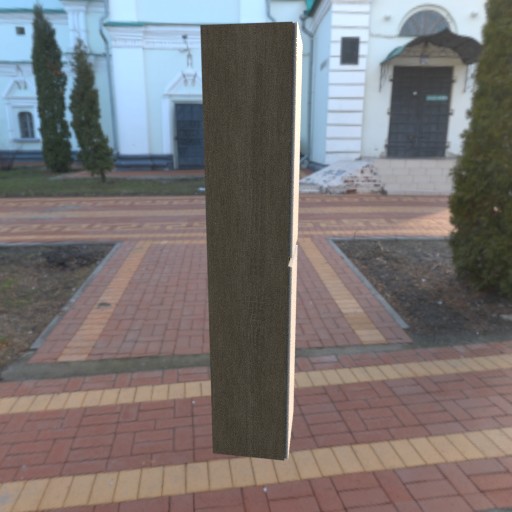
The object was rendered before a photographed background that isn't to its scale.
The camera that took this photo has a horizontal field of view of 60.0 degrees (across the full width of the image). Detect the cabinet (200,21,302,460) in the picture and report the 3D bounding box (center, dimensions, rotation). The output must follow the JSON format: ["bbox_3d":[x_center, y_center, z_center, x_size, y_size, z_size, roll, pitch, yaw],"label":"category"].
[{"bbox_3d":[0.000,0.000,1.539,0.270,1.400,0.300,2,15,8],"label":"cabinet"}]
